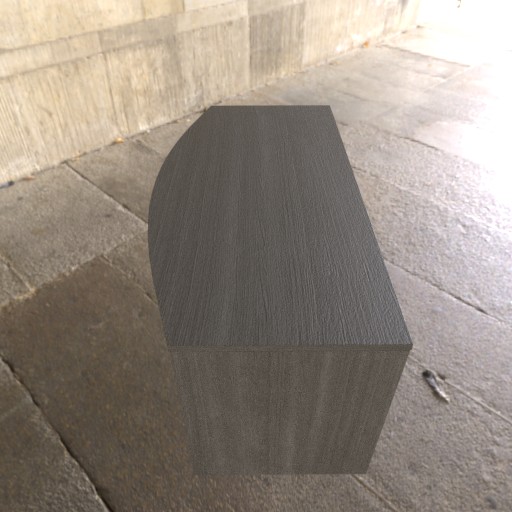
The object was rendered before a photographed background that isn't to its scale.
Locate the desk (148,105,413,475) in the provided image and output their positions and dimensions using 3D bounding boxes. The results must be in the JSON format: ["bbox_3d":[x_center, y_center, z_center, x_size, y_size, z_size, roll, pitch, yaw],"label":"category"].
[{"bbox_3d":[0.000,0.000,1.995,0.802,0.750,1.600,0,40,0],"label":"desk"}]
